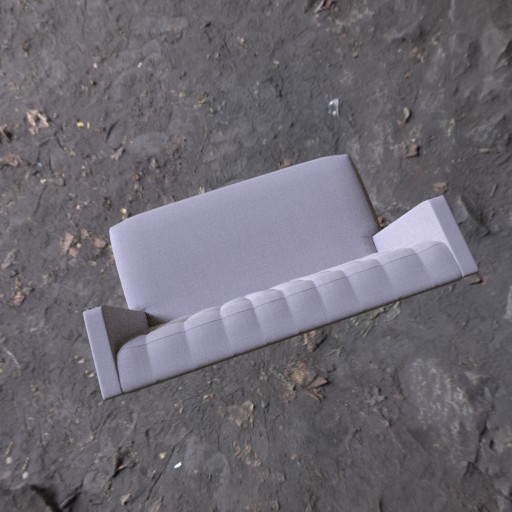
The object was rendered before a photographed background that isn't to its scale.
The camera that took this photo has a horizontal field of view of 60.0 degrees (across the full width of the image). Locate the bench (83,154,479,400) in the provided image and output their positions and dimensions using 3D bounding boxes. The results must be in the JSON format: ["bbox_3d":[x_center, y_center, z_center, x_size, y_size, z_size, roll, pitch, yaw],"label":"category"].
[{"bbox_3d":[0.000,0.000,2.018,1.280,1.123,0.847,-18,76,-5],"label":"bench"}]
